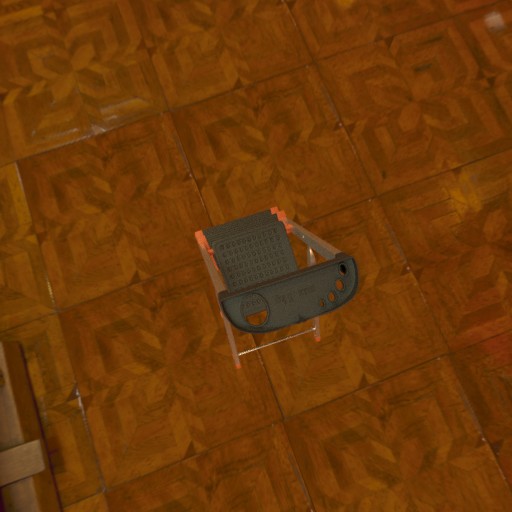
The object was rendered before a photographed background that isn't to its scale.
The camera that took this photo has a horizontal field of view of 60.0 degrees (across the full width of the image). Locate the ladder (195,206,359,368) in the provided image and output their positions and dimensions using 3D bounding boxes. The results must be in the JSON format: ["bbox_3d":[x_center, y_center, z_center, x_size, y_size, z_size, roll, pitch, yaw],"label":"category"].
[{"bbox_3d":[0.000,0.000,1.543,0.416,1.229,0.686,-18,77,-4],"label":"ladder"}]
